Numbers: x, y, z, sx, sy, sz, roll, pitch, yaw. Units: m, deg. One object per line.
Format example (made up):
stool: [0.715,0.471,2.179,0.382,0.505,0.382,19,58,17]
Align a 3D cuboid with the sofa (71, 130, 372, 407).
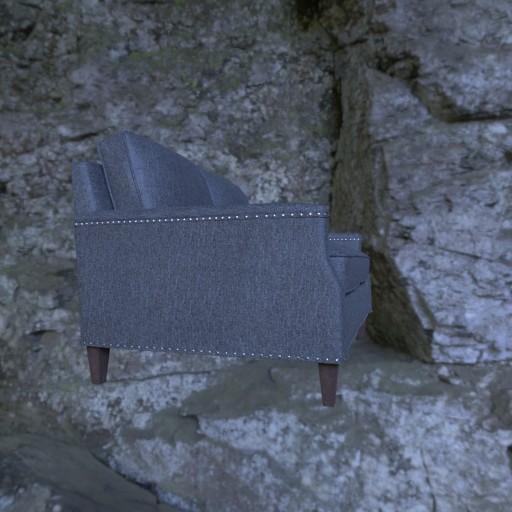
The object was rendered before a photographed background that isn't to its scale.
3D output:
sofa: [0.000,0.000,2.280,1.084,1.003,1.597,0,-1,17]
